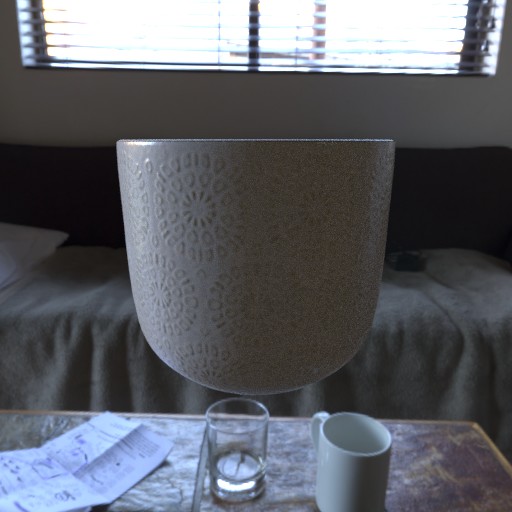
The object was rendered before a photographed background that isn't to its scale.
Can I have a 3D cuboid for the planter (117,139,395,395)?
[{"bbox_3d":[0.000,0.000,0.301,0.170,0.152,0.170,0,14,0],"label":"planter"}]
